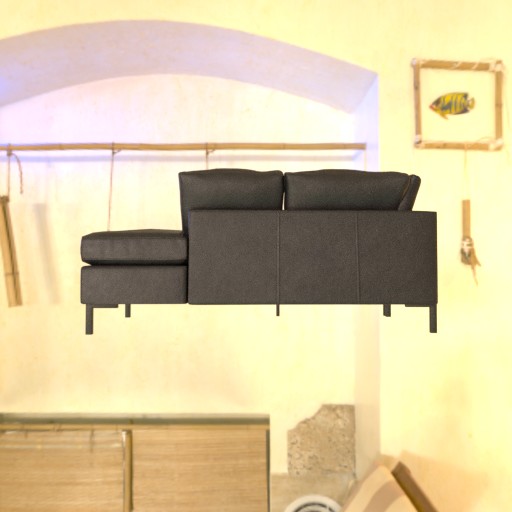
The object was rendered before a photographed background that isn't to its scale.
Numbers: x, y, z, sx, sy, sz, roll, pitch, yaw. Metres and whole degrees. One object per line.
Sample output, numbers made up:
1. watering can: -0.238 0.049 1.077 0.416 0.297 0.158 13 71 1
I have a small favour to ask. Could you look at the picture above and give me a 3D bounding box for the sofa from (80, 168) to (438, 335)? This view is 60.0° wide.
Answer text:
1. sofa: 0.000 0.000 3.818 1.939 0.900 2.956 0 -1 -1
